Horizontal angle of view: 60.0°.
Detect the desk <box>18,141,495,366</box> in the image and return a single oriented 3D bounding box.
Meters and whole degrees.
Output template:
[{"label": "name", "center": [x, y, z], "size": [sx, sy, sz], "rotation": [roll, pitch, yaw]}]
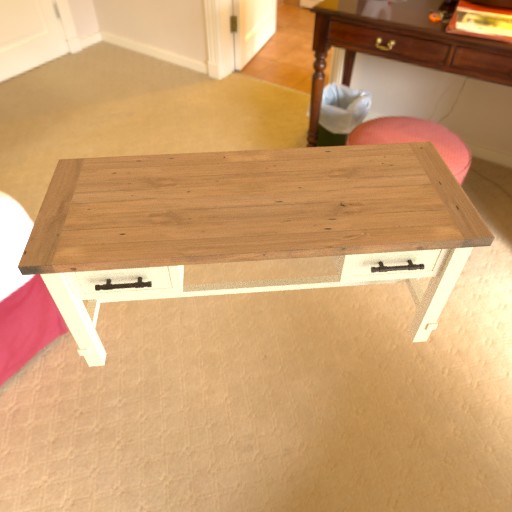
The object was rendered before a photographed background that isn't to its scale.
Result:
[{"label": "desk", "center": [0.000, 0.000, 2.181], "size": [1.803, 0.762, 0.688], "rotation": [-4, 46, -3]}]
